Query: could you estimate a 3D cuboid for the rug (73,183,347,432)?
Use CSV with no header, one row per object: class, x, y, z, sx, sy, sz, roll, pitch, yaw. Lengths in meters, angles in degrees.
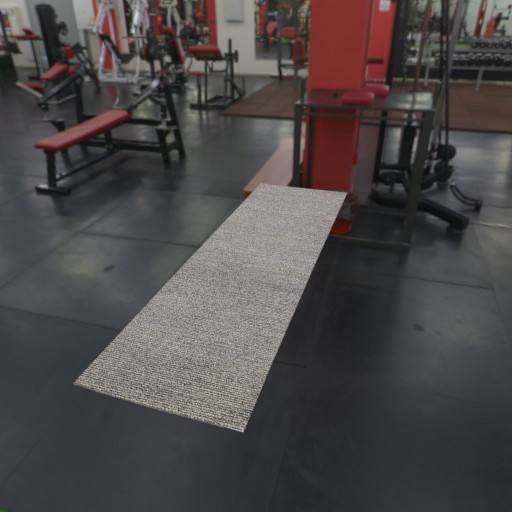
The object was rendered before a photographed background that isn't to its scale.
rug,0.000,0.000,2.557,0.697,0.013,2.335,10,31,16
